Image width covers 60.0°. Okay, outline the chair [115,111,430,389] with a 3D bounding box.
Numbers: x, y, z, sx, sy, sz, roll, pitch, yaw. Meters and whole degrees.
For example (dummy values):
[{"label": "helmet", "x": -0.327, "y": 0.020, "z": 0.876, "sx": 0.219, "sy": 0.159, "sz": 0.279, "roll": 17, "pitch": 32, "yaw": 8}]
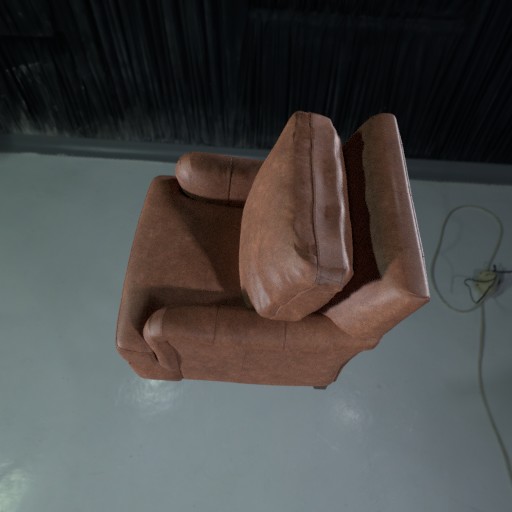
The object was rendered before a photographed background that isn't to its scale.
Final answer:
[{"label": "chair", "x": 0.000, "y": 0.000, "z": 2.024, "sx": 1.158, "sy": 1.055, "sz": 0.986, "roll": 2, "pitch": 57, "yaw": 1}]
